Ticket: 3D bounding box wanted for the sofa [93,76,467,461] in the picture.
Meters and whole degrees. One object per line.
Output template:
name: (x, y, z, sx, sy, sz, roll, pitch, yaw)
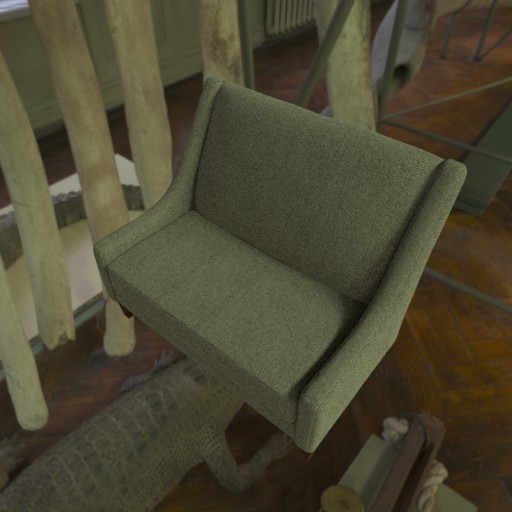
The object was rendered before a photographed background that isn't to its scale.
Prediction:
sofa: (0.000, 0.000, 1.910, 1.242, 1.021, 0.870, 30, 51, 28)
